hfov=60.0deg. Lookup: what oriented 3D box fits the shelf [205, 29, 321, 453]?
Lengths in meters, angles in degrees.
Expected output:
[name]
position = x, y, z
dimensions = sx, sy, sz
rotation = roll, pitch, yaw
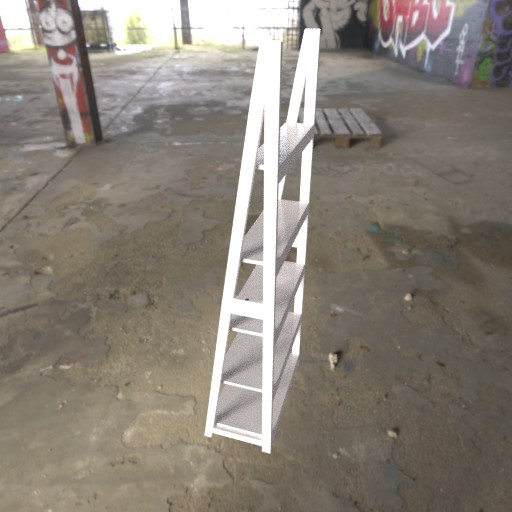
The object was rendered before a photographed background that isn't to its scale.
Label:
[shelf]
position = 0.000, 0.000, 1.979
dimensions = 0.341, 1.779, 0.636
rotation = 9, 31, 15
